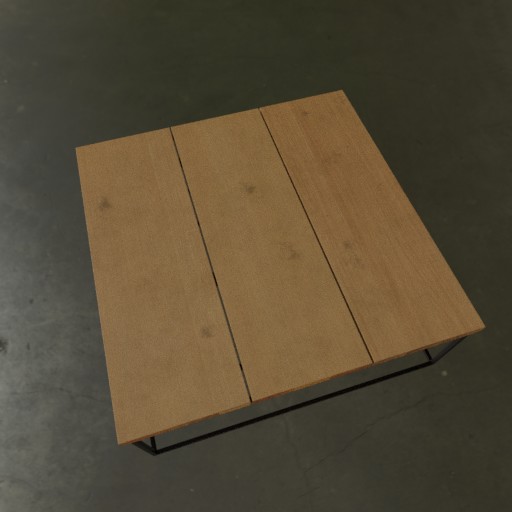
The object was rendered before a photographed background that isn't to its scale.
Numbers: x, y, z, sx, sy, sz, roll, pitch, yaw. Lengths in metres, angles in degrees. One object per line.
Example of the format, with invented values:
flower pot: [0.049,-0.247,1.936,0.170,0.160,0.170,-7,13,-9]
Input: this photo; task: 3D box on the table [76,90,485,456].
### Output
table: [0.000,0.000,1.683,1.100,0.400,1.100,-15,61,-9]
